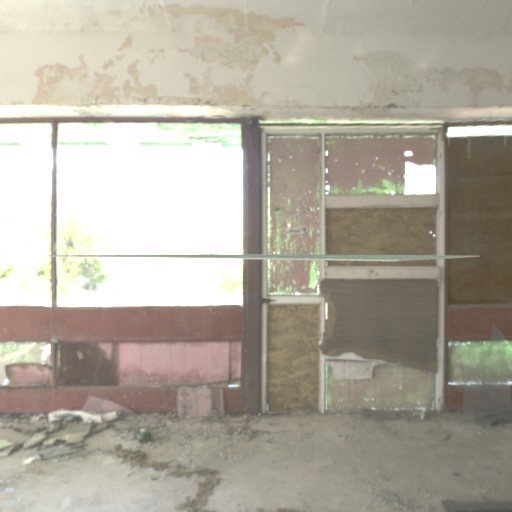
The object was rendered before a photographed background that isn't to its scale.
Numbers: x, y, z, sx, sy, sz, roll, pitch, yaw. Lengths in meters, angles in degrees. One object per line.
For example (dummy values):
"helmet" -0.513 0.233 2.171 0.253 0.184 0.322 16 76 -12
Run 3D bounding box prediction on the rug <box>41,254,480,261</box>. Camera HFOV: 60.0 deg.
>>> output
"rug" 0.000 0.000 2.771 2.286 0.006 1.524 0 1 36
